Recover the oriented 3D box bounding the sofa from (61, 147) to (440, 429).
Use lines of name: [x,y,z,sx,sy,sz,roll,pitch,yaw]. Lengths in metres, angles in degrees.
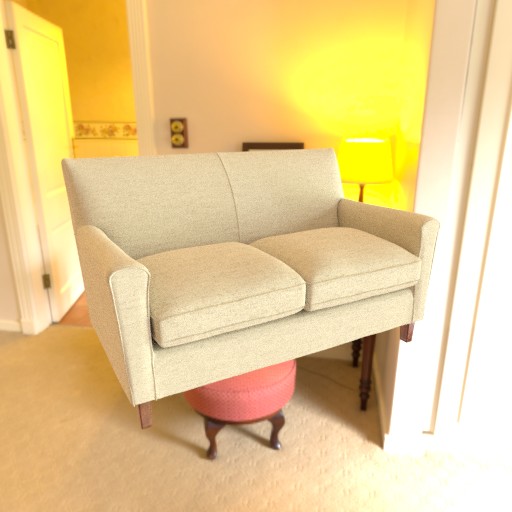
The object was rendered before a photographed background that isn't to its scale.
sofa: [0.000,0.000,2.052,1.482,0.892,0.891,-9,20,-28]
